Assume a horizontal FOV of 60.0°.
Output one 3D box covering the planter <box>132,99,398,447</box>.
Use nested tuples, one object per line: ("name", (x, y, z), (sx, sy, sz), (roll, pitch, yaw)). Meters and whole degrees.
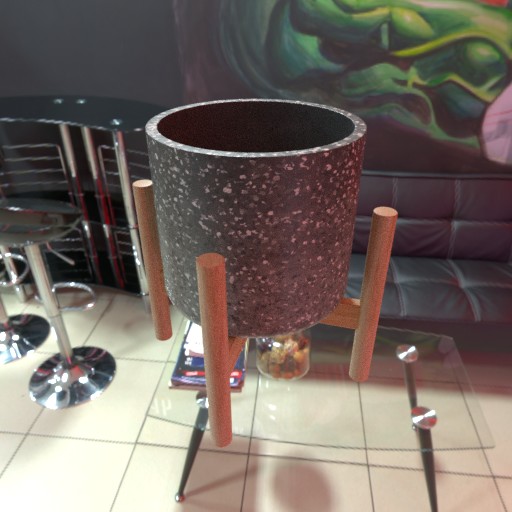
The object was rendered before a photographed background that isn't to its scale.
("planter", (0.000, 0.000, 0.536), (0.284, 0.320, 0.284), (22, 38, 32))
